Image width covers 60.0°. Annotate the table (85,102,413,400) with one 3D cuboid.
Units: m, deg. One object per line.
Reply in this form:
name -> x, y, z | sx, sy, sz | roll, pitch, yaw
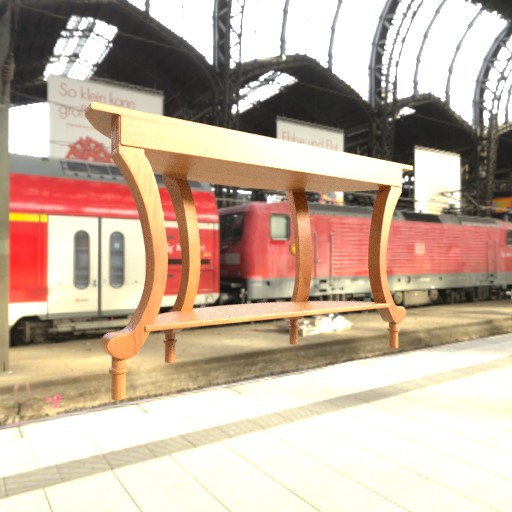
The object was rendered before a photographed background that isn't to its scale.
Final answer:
table -> 0.000, 0.000, 1.508 | 1.198, 0.692, 0.394 | 0, 0, -36
